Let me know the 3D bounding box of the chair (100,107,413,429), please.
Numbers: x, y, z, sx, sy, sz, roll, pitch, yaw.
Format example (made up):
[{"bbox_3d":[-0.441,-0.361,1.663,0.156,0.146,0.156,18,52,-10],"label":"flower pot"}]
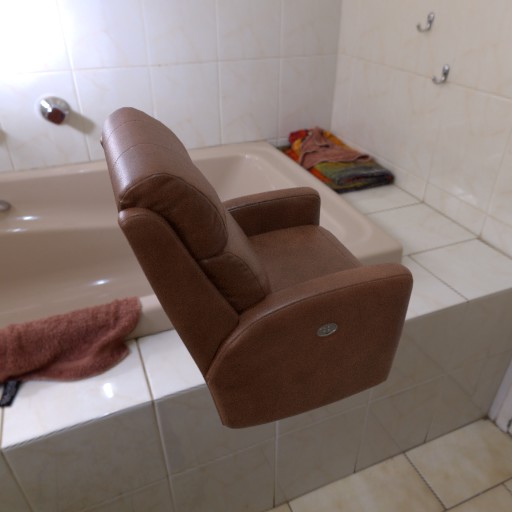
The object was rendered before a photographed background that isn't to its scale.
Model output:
[{"bbox_3d":[0.000,0.000,1.660,0.939,1.016,0.787,-11,34,-17],"label":"chair"}]
